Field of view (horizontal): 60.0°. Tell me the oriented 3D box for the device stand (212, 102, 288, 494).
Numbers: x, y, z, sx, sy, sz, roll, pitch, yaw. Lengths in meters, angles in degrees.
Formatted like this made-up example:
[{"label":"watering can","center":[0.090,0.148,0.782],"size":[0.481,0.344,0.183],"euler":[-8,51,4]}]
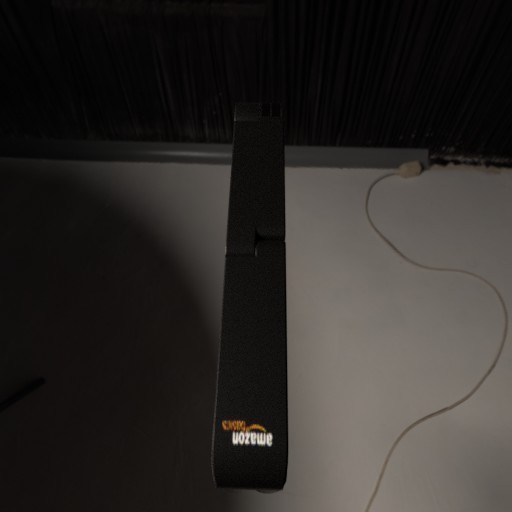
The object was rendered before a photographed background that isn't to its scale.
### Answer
[{"label":"device stand","center":[0.000,0.000,0.191],"size":[0.026,0.030,0.179],"euler":[1,59,1]}]
